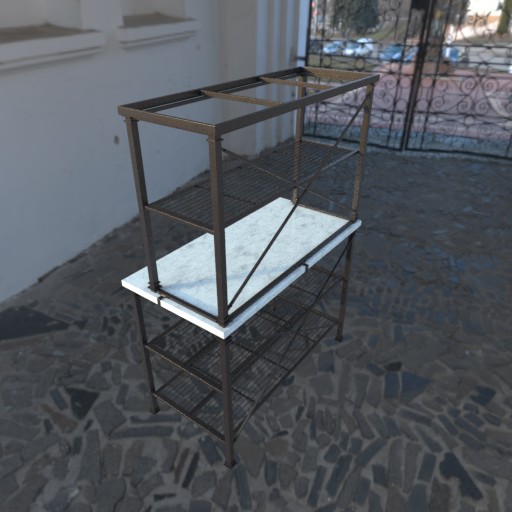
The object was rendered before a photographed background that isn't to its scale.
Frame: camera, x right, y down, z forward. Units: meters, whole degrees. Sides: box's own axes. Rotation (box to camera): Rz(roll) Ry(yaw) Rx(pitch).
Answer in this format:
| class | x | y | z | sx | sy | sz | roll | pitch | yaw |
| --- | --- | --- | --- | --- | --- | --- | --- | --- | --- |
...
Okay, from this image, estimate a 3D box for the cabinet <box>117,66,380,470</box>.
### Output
| class | x | y | z | sx | sy | sz | roll | pitch | yaw |
| --- | --- | --- | --- | --- | --- | --- | --- | --- | --- |
| cabinet | 0.000 | 0.000 | 2.279 | 0.610 | 1.659 | 1.210 | 21 | 37 | 31 |
